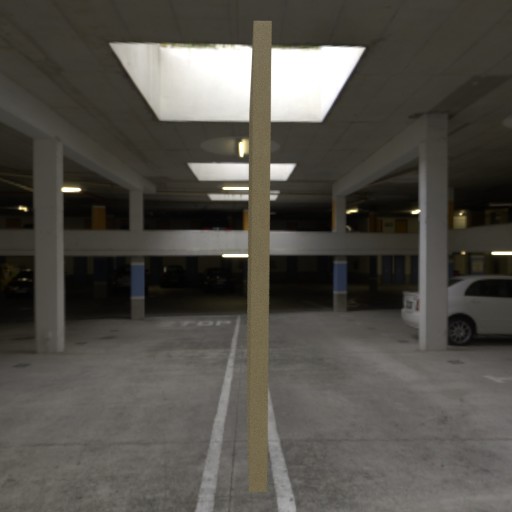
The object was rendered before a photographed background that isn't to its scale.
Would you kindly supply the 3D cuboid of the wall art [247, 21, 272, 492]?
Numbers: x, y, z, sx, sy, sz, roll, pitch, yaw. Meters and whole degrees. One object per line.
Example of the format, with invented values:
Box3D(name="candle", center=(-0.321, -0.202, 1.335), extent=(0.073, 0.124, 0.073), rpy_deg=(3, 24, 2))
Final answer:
Box3D(name="wall art", center=(0.000, 0.000, 1.015), extent=(0.039, 0.810, 0.510), rpy_deg=(0, 1, -2))
